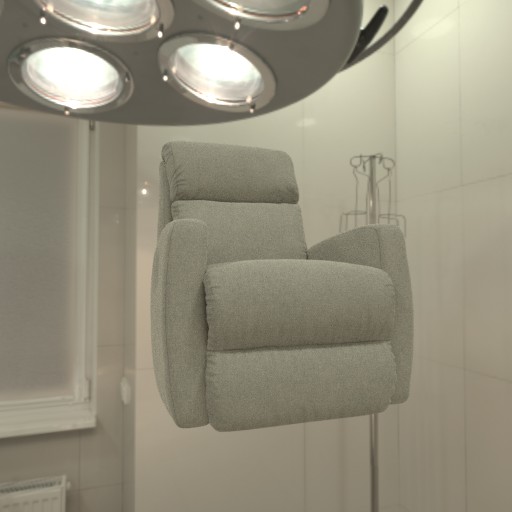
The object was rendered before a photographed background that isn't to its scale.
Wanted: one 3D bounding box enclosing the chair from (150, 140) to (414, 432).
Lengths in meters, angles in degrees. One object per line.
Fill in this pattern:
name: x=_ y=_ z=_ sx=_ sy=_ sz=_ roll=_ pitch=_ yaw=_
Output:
chair: x=0.000 y=0.000 z=1.671 sx=0.794 sy=1.021 sz=0.940 roll=1 pitch=-2 yaw=-19
